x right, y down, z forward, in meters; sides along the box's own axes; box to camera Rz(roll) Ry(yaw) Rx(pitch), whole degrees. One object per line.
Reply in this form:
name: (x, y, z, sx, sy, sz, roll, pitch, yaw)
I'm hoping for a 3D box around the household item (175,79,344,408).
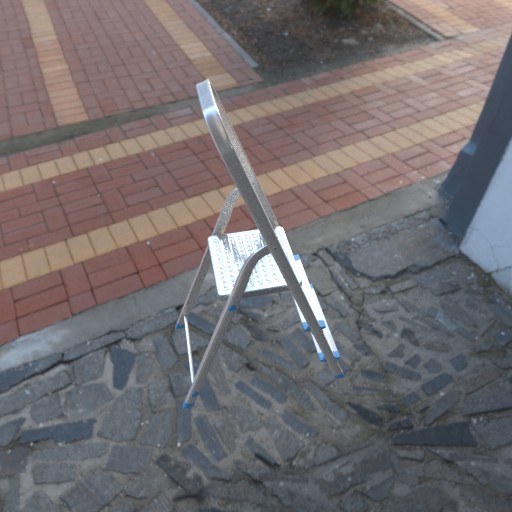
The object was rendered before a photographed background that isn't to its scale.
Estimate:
household item: (0.000, 0.000, 1.552, 0.687, 1.215, 0.420, -9, 46, -8)
